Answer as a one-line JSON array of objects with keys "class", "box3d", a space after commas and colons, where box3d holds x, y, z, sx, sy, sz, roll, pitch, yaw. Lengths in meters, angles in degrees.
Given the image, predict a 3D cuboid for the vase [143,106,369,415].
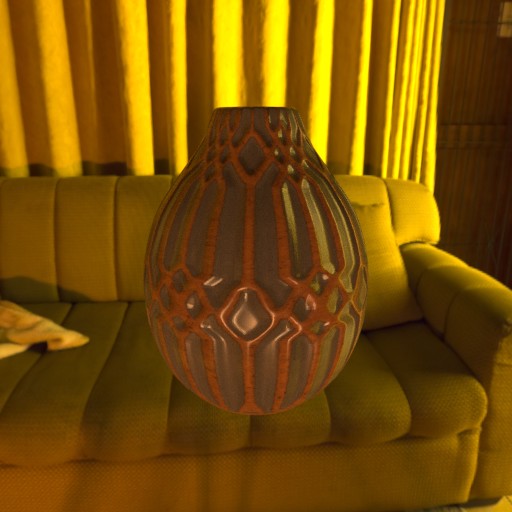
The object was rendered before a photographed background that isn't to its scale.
[{"class": "vase", "box3d": [0.000, 0.000, 0.138, 0.069, 0.088, 0.069, 0, 17, 0]}]
